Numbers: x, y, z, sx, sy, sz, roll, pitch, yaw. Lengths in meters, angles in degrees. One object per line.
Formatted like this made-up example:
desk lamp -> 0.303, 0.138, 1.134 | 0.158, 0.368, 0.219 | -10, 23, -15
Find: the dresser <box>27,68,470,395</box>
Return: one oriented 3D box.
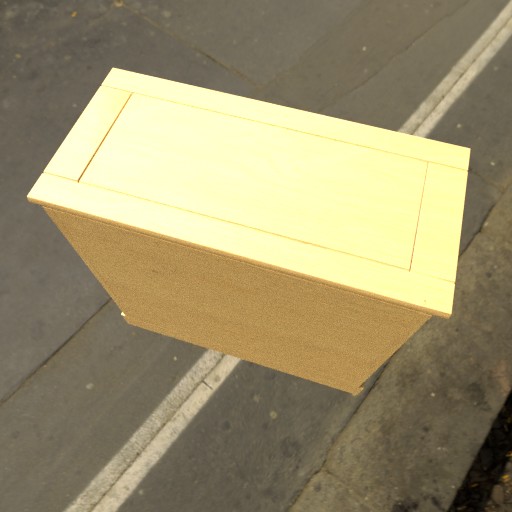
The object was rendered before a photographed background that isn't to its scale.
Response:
dresser -> 0.000, 0.000, 1.372 | 0.915, 0.835, 0.440 | 15, 64, 8
